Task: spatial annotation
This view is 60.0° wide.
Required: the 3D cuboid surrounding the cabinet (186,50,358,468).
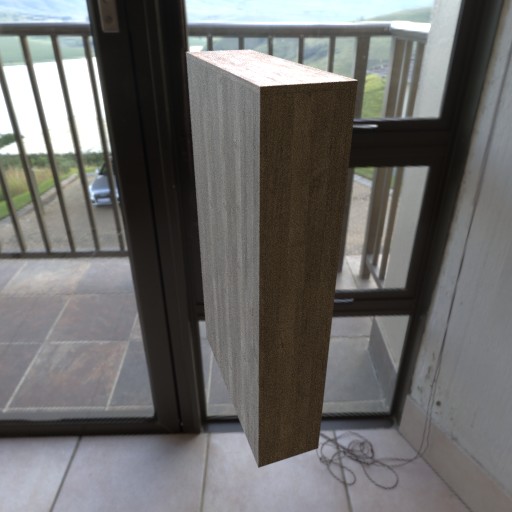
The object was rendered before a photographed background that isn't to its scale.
[{"bbox_3d":[0.000,0.000,1.593,0.250,1.280,0.750,-10,32,-17],"label":"cabinet"}]
